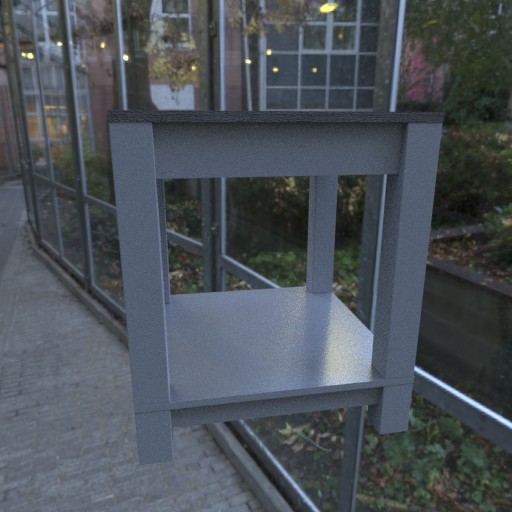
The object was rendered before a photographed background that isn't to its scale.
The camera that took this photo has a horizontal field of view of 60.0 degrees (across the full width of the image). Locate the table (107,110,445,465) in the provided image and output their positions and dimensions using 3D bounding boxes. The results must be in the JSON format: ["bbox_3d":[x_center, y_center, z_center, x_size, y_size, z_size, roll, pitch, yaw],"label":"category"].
[{"bbox_3d":[0.000,0.000,0.968,0.506,0.587,0.504,-3,17,-10],"label":"table"}]
